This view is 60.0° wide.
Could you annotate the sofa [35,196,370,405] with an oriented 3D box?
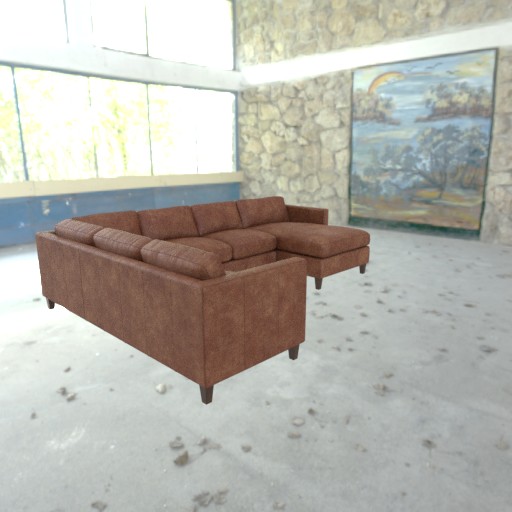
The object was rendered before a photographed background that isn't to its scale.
[{"bbox_3d":[0.000,0.000,4.462,2.452,0.888,3.324,13,18,43],"label":"sofa"}]
